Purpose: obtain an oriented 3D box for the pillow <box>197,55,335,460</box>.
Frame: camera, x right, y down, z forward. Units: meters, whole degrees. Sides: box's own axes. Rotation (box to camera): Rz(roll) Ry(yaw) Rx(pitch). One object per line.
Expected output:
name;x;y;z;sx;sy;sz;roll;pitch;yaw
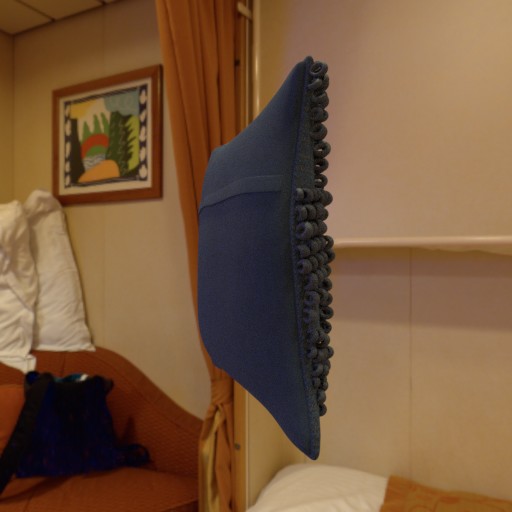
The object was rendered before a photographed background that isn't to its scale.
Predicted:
pillow;0.000;0.000;0.724;0.172;0.466;0.469;0;0;-19
